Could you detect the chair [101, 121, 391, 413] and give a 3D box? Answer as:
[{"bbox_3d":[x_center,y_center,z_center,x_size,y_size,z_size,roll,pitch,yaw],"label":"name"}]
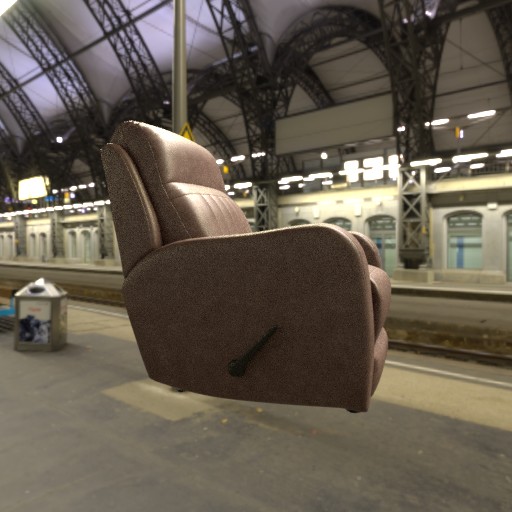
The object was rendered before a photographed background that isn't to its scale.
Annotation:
[{"bbox_3d":[0.000,0.000,1.848,1.067,1.067,0.865,0,1,19],"label":"chair"}]
